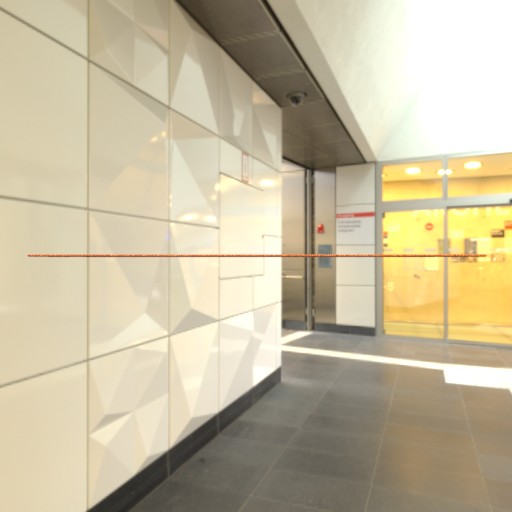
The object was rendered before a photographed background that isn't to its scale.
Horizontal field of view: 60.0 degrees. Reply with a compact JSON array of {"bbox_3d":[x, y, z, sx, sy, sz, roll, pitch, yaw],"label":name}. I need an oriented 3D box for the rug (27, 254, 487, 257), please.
[{"bbox_3d":[0.000,0.000,2.554,2.307,0.012,0.687,0,0,1],"label":"rug"}]
